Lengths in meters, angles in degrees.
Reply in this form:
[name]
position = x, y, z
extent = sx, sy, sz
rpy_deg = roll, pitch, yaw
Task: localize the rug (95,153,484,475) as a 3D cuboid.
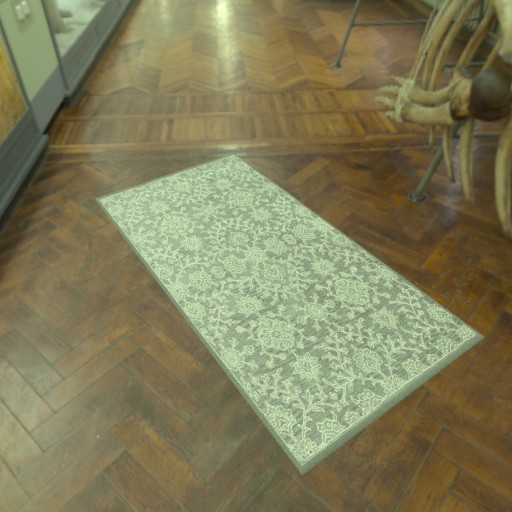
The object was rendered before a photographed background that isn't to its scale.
[rug]
position = 0.000, 0.000, 3.526
extent = 1.546, 0.011, 3.048
rpy_deg = -25, 47, -25
